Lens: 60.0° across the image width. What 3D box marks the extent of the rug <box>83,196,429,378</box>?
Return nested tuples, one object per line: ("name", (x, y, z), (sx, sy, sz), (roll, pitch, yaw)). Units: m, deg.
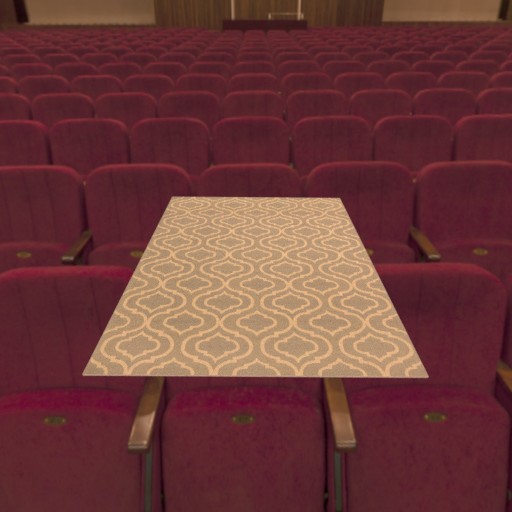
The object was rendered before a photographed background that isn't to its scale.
("rug", (0.000, 0.000, 2.236), (1.141, 0.015, 1.749), (0, 27, 0))
